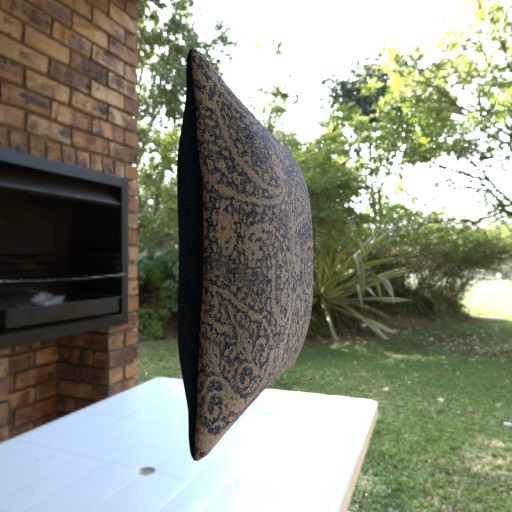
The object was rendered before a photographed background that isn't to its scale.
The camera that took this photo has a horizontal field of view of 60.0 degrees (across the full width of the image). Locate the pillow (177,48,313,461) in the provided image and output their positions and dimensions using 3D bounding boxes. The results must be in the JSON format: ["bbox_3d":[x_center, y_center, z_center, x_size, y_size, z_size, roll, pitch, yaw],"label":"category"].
[{"bbox_3d":[0.000,0.000,0.783,0.166,0.510,0.523,0,-1,17],"label":"pillow"}]
